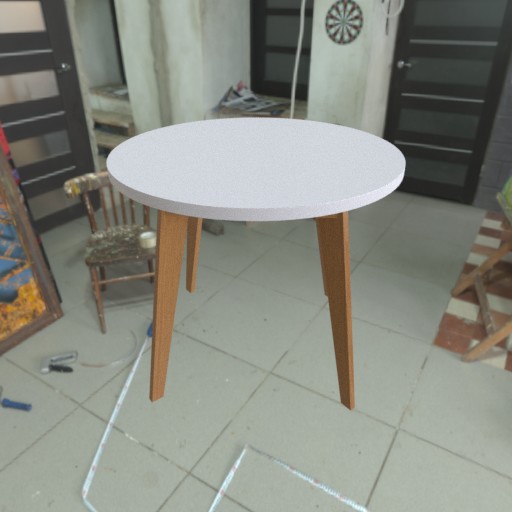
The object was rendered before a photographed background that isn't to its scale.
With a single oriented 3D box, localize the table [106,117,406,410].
[{"bbox_3d":[0.000,0.000,1.572,0.896,0.762,0.896,0,30,0],"label":"table"}]
